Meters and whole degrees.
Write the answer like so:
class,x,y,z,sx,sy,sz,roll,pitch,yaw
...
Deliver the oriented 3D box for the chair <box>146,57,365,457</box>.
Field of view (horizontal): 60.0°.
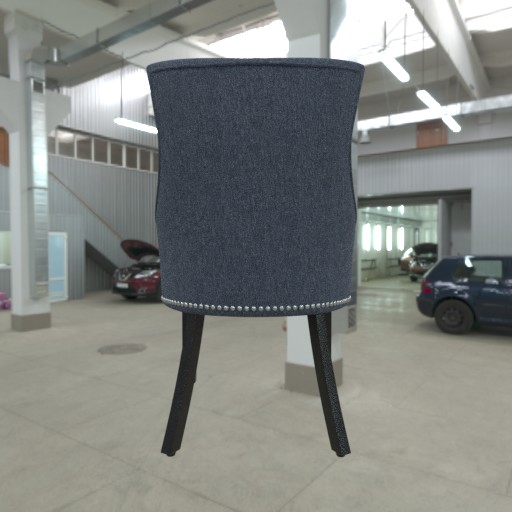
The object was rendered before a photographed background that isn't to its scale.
class,x,y,z,sx,sy,sz,roll,pitch,yaw
chair,0.000,0.000,1.276,0.566,0.909,0.629,0,1,0
